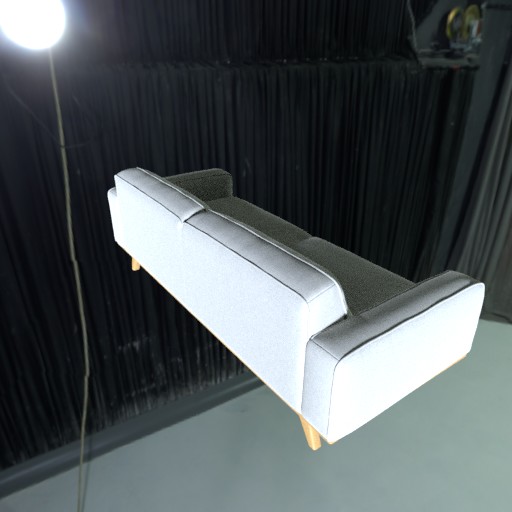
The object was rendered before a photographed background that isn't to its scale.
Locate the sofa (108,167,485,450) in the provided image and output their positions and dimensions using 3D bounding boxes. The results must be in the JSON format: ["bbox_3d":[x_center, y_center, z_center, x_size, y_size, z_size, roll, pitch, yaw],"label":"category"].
[{"bbox_3d":[0.000,0.000,2.613,0.956,0.781,2.270,-19,33,-32],"label":"sofa"}]
